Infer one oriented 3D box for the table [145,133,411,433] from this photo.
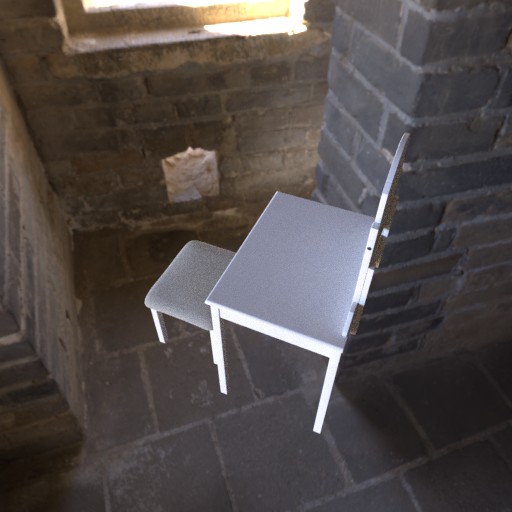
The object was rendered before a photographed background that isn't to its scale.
[{"bbox_3d":[0.000,0.000,2.329,1.211,1.631,0.876,18,49,16],"label":"table"}]
